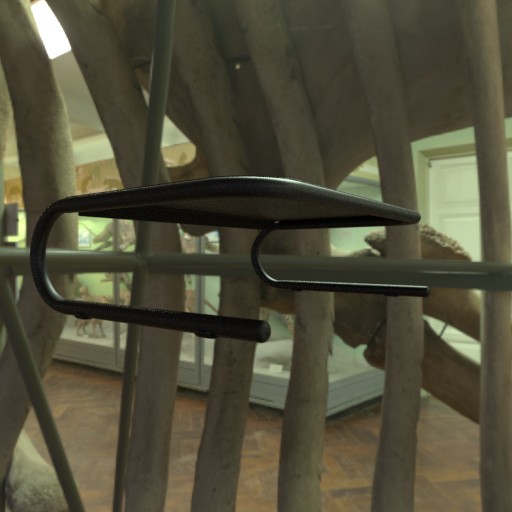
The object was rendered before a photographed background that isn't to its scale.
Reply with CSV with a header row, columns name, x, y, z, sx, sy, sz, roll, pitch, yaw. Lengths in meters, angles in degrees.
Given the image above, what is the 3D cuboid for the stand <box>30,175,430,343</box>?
name,x,y,z,sx,sy,sz,roll,pitch,yaw
stand,0.000,0.000,0.496,0.280,0.108,0.370,0,0,36
